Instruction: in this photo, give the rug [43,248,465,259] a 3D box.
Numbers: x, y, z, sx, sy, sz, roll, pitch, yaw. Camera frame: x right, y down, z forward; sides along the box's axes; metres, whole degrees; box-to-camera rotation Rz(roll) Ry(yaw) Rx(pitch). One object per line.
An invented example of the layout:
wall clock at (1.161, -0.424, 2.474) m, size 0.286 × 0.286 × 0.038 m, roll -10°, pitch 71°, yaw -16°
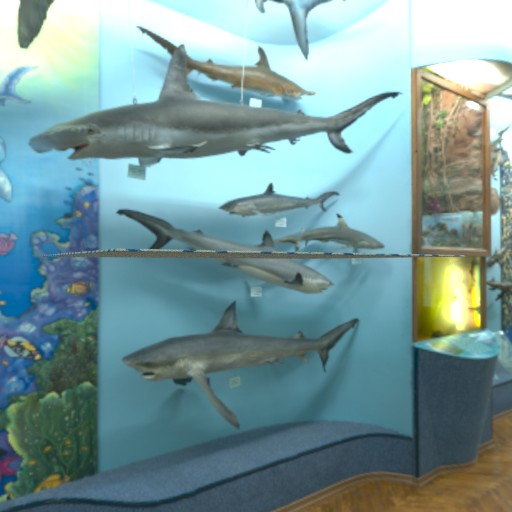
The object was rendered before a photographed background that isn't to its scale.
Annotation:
rug at (0.000, 0.000, 2.308) m, size 1.830 × 0.008 × 1.225 m, roll 1°, pitch -1°, yaw -35°
